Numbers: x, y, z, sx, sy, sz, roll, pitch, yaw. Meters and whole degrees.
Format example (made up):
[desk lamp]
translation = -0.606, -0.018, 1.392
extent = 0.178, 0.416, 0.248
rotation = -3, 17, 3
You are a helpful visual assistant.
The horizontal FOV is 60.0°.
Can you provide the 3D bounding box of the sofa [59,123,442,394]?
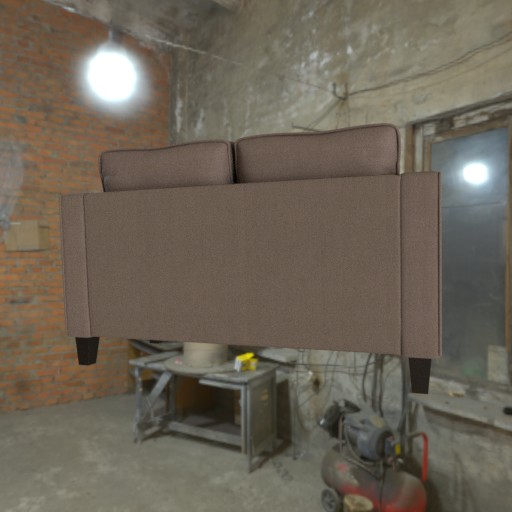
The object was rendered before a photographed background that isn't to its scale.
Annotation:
[sofa]
translation = 0.000, 0.000, 2.007
extent = 1.500, 0.948, 0.791
rotation = 0, -1, 18
